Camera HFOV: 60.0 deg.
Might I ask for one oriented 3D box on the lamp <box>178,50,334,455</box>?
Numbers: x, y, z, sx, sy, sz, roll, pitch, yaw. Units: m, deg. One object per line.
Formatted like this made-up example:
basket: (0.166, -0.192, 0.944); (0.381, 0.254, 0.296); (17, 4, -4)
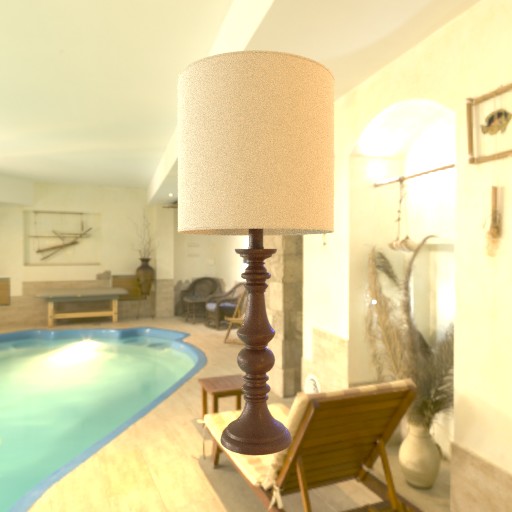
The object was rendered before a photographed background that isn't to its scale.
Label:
lamp: (0.000, 0.000, 0.720); (0.250, 0.597, 0.250); (0, 0, -19)
